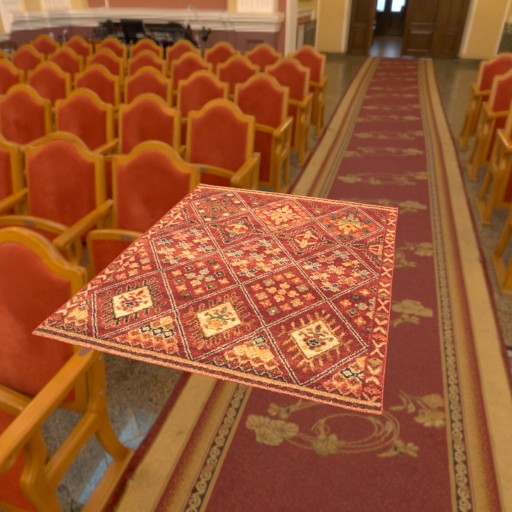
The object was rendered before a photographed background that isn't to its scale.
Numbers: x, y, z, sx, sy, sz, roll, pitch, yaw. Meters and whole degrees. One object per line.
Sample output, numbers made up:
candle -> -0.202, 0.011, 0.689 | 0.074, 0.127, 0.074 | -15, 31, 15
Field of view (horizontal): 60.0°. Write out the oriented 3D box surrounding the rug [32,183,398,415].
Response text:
rug -> 0.000, 0.000, 4.170 | 2.489, 0.030, 3.086 | 9, 32, 15
